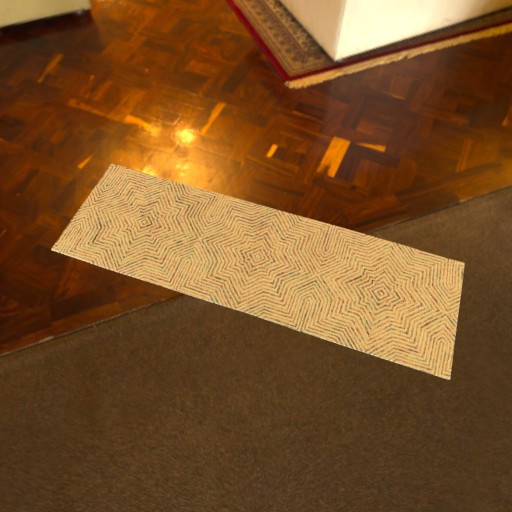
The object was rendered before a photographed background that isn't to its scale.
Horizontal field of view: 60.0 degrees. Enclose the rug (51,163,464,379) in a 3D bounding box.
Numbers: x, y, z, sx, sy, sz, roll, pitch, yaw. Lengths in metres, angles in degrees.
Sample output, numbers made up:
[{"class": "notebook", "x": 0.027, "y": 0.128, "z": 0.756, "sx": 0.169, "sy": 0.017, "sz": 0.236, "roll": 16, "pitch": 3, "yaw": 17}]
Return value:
[{"class": "rug", "x": 0.000, "y": 0.000, "z": 2.738, "sx": 2.443, "sy": 0.009, "sz": 0.771, "roll": 17, "pitch": 60, "yaw": 10}]
